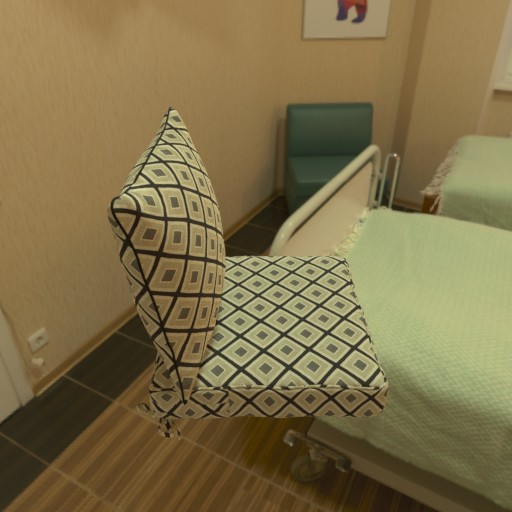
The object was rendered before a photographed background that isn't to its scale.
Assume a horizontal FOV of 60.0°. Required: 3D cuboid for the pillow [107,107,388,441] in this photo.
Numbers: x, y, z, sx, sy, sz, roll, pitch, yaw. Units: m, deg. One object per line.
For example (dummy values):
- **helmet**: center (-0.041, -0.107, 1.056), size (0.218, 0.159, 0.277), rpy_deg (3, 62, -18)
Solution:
- **pillow**: center (0.000, 0.000, 1.361), size (0.733, 0.722, 0.798), rpy_deg (0, 32, 0)
